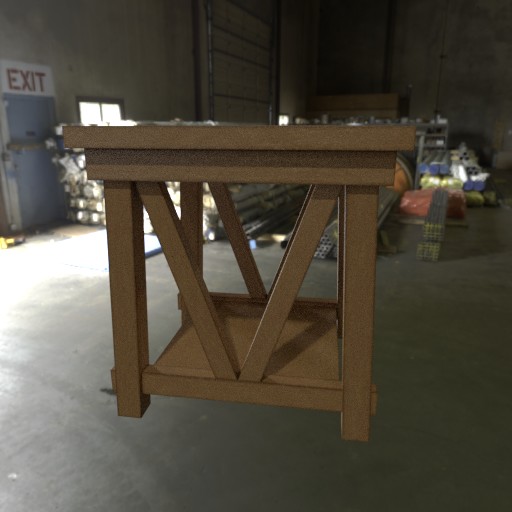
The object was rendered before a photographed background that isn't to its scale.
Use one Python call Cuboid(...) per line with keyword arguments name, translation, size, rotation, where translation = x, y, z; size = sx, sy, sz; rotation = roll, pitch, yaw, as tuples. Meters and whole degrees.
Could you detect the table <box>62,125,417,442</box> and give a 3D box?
Cuboid(name="table", translation=(0.000, 0.000, 1.130), size=(0.612, 0.638, 0.610), rotation=(2, 17, 8))
